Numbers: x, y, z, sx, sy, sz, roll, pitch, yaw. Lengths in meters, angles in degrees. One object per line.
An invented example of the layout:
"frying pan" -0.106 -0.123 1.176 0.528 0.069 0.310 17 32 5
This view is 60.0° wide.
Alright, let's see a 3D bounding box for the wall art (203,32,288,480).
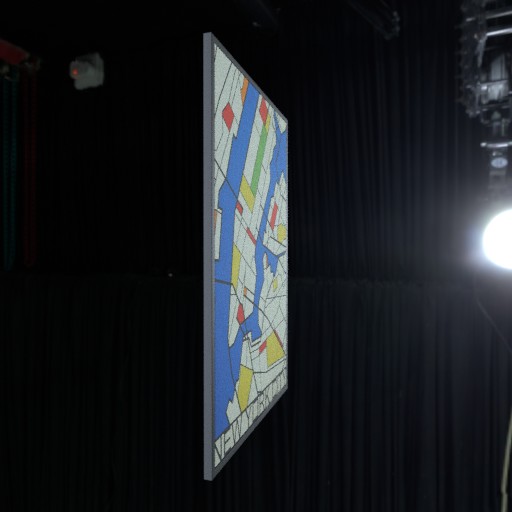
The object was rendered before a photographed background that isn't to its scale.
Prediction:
"wall art" 0.000 0.000 0.868 0.013 0.657 0.457 0 1 18
